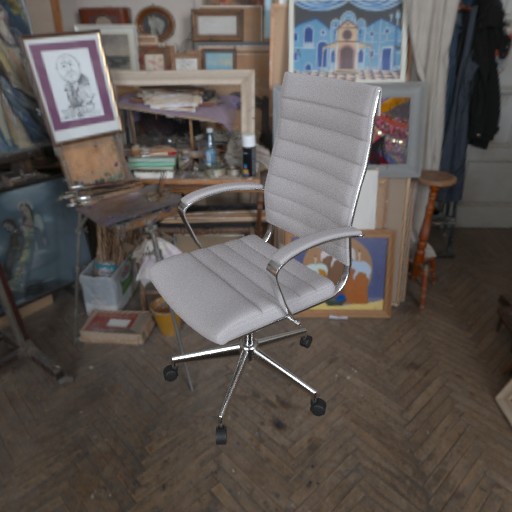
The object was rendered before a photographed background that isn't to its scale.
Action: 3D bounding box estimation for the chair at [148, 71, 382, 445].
[{"bbox_3d":[0.000,0.000,1.594,0.667,1.149,0.679,-20,35,-31],"label":"chair"}]
